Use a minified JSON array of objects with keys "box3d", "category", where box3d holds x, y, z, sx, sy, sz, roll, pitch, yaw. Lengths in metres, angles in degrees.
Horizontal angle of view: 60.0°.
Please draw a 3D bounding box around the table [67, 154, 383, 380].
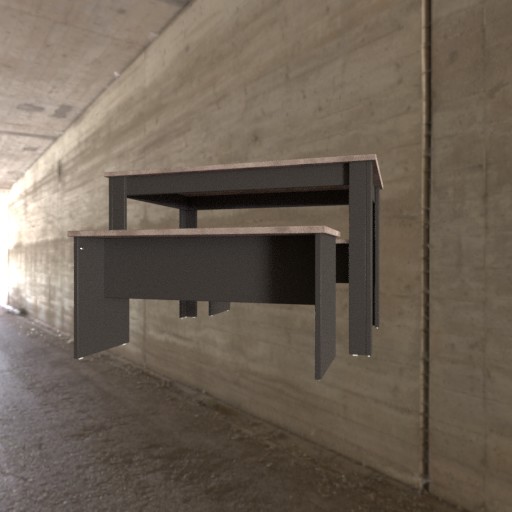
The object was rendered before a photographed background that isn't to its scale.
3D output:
[{"box3d":[0.000,0.000,2.038,1.100,0.700,1.443,0,0,18],"category":"table"}]
